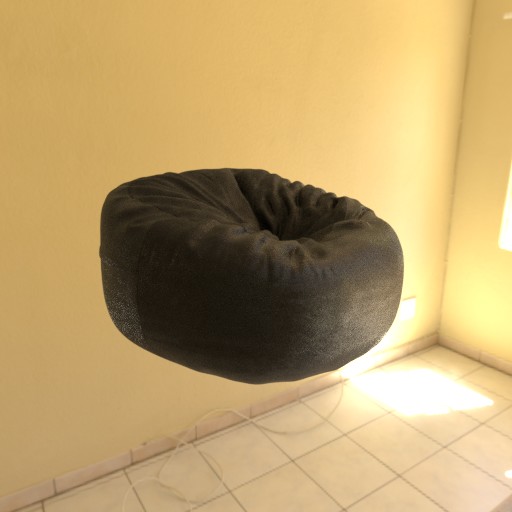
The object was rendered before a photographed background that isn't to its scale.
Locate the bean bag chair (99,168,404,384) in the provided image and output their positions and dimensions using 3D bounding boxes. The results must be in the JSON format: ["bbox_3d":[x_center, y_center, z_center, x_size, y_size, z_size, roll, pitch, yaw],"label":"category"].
[{"bbox_3d":[0.000,0.000,2.408,1.524,0.878,1.524,-14,20,-41],"label":"bean bag chair"}]
